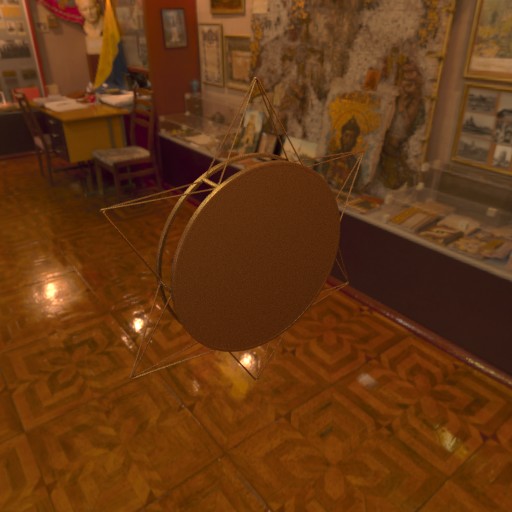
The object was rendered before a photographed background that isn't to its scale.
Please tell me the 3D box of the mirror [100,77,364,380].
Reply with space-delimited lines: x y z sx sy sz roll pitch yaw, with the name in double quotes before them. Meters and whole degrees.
"mirror" 0.000 0.000 0.771 0.498 0.581 0.062 -19 34 -31
